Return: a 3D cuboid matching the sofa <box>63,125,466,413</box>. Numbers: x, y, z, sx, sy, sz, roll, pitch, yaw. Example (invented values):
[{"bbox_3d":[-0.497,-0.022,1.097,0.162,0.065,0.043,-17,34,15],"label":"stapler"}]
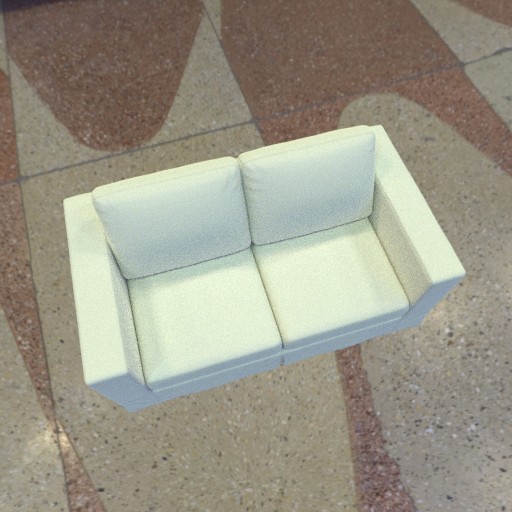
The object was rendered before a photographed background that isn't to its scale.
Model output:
[{"bbox_3d":[0.000,0.000,2.371,1.813,0.932,1.009,-15,64,-8],"label":"sofa"}]
